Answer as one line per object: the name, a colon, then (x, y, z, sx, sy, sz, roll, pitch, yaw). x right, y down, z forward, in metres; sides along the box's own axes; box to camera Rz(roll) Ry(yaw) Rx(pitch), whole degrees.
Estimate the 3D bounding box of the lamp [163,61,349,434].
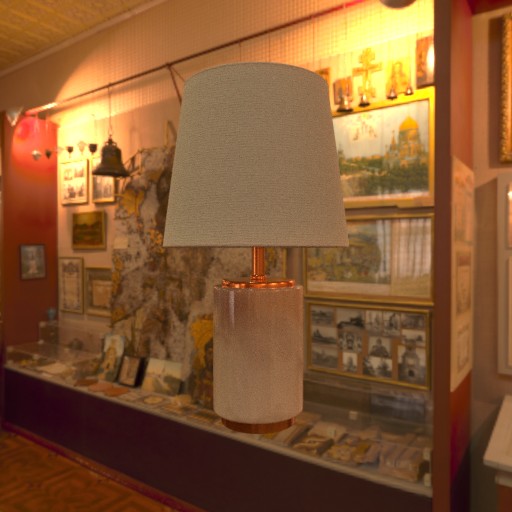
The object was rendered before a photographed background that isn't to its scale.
lamp: (0.000, 0.000, 0.461, 0.189, 0.340, 0.189, 0, 1, 0)
